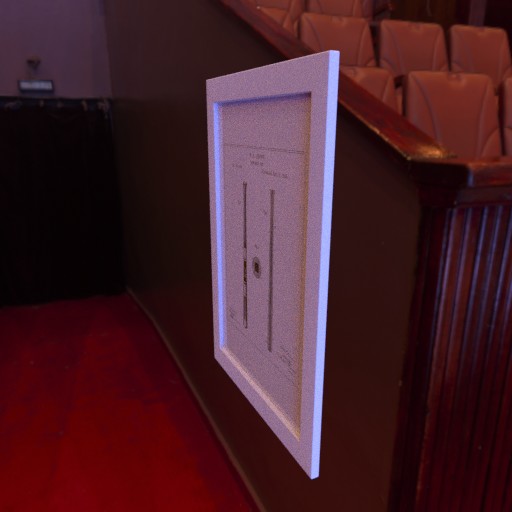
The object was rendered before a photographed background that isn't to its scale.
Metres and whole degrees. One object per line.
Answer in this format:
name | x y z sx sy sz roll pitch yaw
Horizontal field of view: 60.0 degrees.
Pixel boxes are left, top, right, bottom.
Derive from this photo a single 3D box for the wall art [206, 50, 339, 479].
wall art | 0.000 0.000 0.617 0.011 0.482 0.329 -8 18 -25
